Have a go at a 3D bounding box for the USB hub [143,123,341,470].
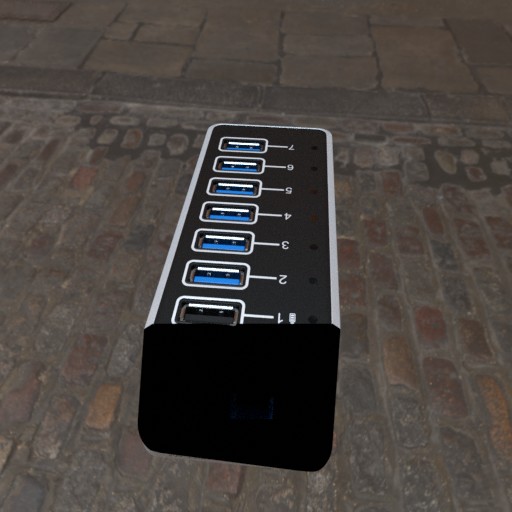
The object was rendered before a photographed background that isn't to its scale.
[{"bbox_3d":[0.000,0.000,0.130,0.044,0.023,0.110,4,47,4],"label":"USB hub"}]
